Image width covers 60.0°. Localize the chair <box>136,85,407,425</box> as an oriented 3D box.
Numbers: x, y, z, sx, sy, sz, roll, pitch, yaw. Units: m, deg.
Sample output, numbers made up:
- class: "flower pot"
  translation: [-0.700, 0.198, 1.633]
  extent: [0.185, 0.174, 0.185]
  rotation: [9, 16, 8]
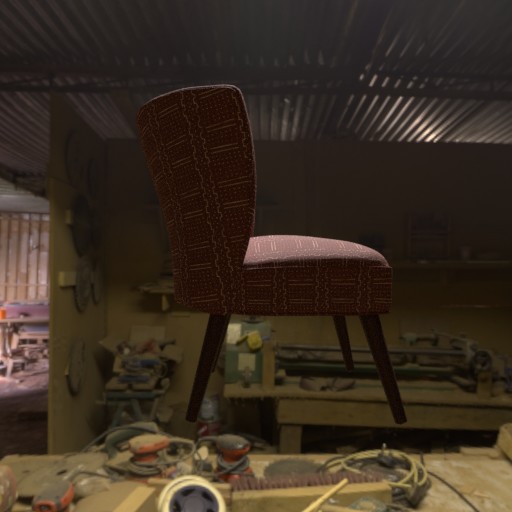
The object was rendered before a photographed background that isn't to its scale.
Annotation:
- class: "chair"
  translation: [0.000, 0.000, 1.424]
  extent: [0.758, 0.866, 0.706]
  rotation: [0, -2, 0]
